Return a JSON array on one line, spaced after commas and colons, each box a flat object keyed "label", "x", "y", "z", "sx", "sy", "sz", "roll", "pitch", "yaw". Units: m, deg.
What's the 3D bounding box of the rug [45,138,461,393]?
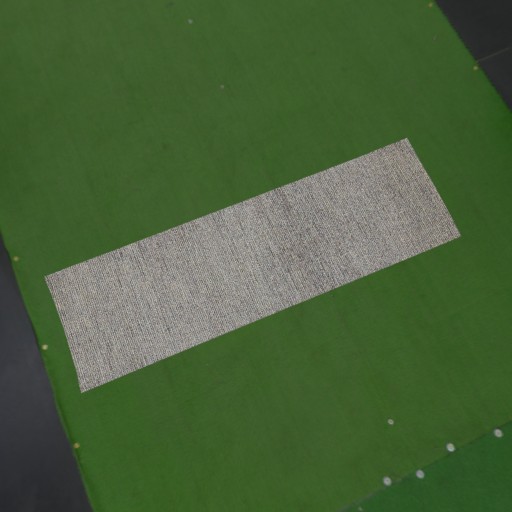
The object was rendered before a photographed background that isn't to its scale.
[{"label": "rug", "x": 0.000, "y": 0.000, "z": 2.570, "sx": 2.335, "sy": 0.013, "sz": 0.697, "roll": -22, "pitch": 76, "yaw": -6}]
